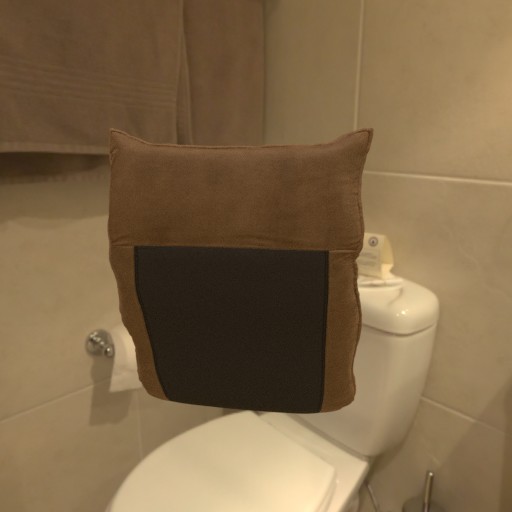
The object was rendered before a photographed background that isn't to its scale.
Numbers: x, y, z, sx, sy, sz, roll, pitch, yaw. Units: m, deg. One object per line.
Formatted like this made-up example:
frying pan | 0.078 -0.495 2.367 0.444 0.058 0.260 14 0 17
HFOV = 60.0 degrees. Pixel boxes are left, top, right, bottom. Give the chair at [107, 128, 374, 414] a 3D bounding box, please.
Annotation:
chair | 0.000 0.000 1.603 0.714 0.892 0.985 3 16 9
